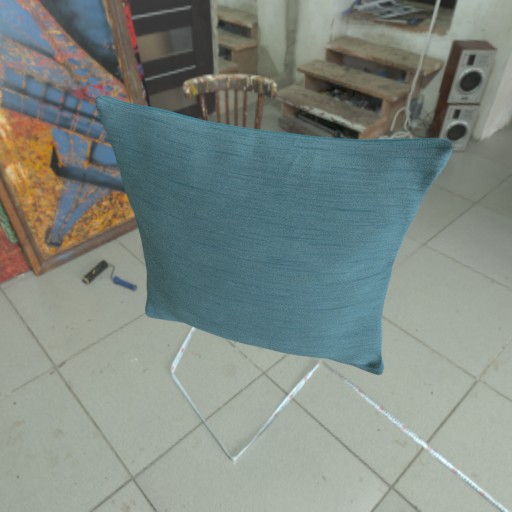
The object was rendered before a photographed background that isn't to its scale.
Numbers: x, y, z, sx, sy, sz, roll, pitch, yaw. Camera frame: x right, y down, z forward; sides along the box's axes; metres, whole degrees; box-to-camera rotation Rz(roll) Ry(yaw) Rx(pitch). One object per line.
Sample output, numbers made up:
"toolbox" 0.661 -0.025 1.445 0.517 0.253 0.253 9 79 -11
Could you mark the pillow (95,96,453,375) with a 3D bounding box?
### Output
"pillow" 0.000 0.000 0.639 0.433 0.415 0.151 12 42 13
